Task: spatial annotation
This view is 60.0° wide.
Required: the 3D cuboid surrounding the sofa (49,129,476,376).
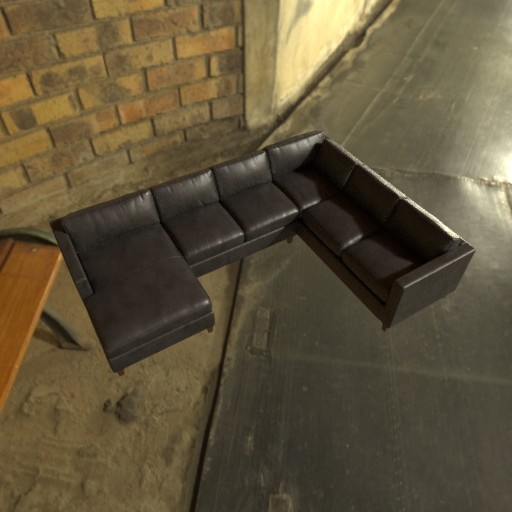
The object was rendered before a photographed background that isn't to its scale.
[{"bbox_3d":[0.000,0.000,4.461,3.324,0.891,2.452,-24,51,-21],"label":"sofa"}]
